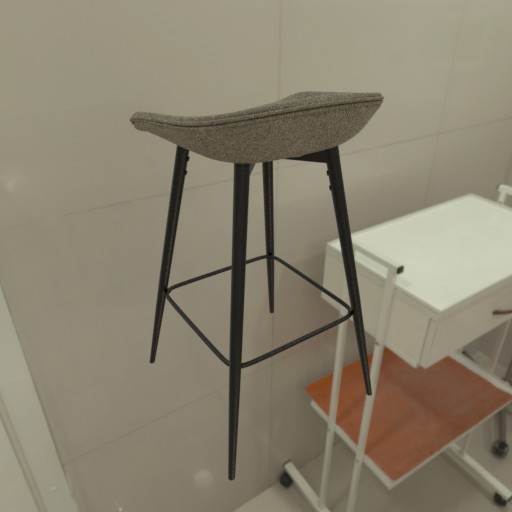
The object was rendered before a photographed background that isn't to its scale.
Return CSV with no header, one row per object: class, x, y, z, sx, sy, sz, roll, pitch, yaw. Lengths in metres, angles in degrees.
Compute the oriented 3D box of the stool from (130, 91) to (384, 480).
stool,0.000,0.000,1.103,0.469,0.814,0.480,-18,34,-29
